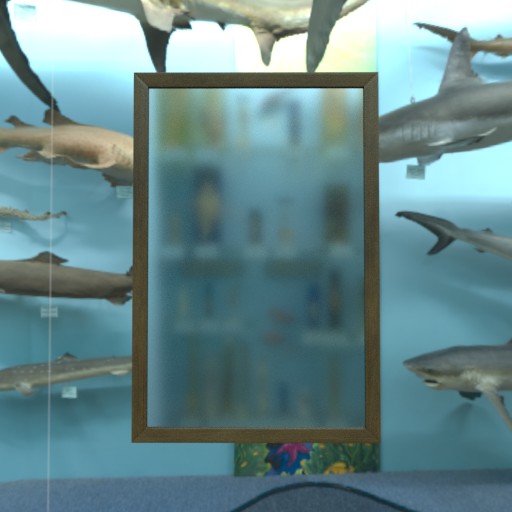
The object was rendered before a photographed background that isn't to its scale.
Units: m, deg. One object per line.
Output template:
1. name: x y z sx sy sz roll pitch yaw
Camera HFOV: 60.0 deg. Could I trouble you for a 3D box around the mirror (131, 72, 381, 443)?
1. mirror: 0.000 0.000 1.113 0.609 0.915 0.040 0 -1 0
